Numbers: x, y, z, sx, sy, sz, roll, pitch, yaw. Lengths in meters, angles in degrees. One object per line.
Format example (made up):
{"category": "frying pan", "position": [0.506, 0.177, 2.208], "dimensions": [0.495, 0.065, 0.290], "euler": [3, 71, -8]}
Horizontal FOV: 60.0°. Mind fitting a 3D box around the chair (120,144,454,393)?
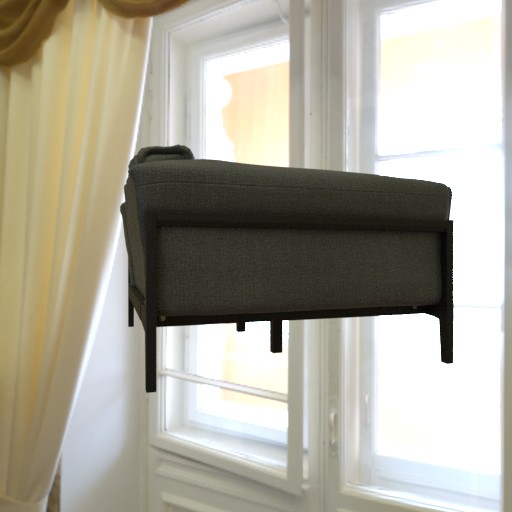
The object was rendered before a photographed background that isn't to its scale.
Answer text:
{"category": "chair", "position": [0.000, 0.000, 1.683], "dimensions": [0.969, 0.646, 1.056], "euler": [0, 0, -18]}
